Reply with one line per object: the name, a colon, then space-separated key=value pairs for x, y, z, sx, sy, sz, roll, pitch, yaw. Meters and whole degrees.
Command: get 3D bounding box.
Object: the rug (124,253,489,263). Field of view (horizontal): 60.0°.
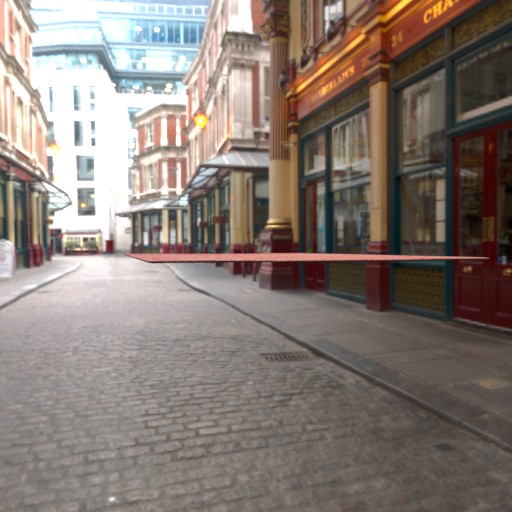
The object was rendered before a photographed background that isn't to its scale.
rug: x=0.000 y=0.000 z=5.145 sx=2.803 sy=0.025 sz=3.965 roll=0 pitch=1 yaw=-19
